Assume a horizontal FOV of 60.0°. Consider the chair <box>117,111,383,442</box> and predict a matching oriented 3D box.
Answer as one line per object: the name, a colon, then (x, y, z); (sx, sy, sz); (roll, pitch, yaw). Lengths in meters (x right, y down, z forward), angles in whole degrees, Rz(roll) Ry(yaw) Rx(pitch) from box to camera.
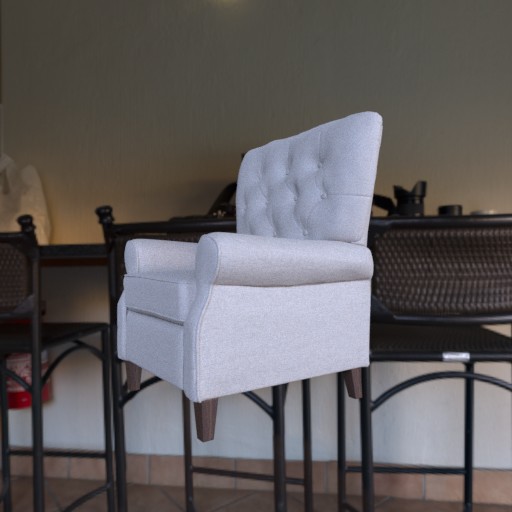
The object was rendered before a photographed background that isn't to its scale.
chair: (0.000, 0.000, 1.982); (1.025, 1.209, 0.942); (0, 0, -35)
